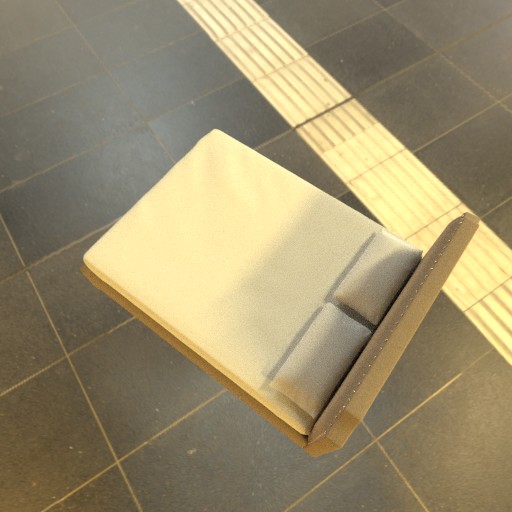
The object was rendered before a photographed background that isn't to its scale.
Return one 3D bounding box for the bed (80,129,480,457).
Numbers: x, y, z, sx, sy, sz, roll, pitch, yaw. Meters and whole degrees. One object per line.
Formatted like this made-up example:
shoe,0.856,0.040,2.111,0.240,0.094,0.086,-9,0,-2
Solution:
bed,0.000,0.000,3.358,2.329,1.415,1.703,34,68,15
